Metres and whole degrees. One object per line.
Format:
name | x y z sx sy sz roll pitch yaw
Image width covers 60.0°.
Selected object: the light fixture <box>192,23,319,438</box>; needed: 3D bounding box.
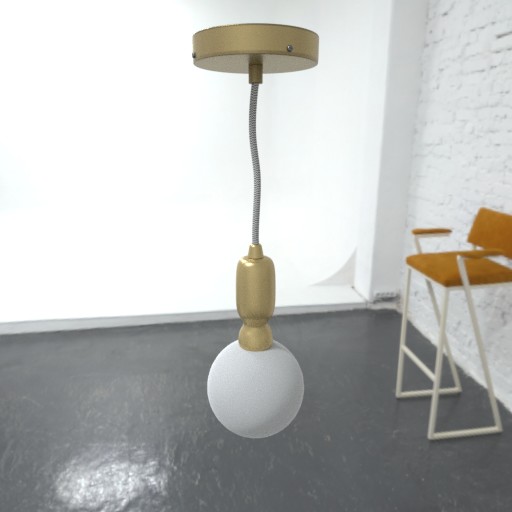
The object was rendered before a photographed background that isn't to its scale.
light fixture | 0.000 0.000 0.568 0.147 0.510 0.146 -8 17 -28
